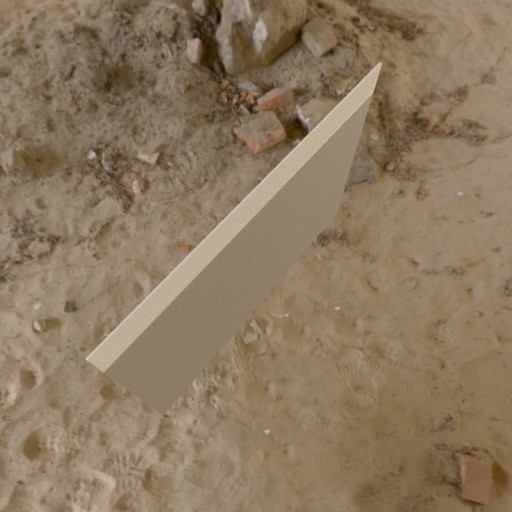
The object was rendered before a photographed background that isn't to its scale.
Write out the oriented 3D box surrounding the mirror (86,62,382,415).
[{"bbox_3d":[0.000,0.000,1.133,0.030,0.630,0.870,36,68,17],"label":"mirror"}]
